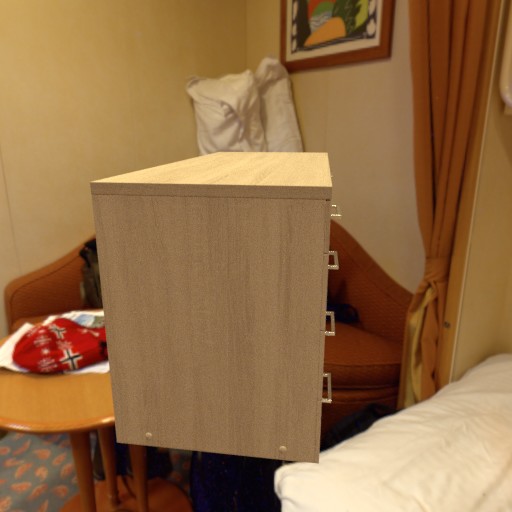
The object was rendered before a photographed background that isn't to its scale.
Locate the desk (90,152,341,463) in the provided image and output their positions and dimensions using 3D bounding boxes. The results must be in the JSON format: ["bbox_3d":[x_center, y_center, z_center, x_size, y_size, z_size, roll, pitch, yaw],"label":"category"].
[{"bbox_3d":[0.000,0.000,1.778,0.600,0.740,1.390,2,16,8],"label":"desk"}]
